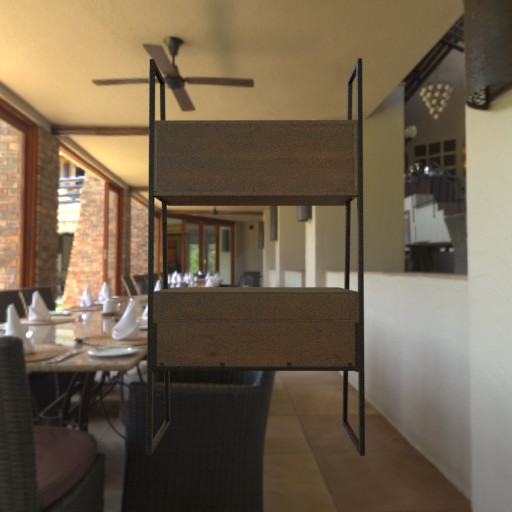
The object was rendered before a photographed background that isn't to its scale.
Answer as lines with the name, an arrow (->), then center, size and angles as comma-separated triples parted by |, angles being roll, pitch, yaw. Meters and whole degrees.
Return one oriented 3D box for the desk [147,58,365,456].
desk -> 0.000, 0.000, 2.269 | 0.982, 1.809, 0.515 | 0, -2, 0
